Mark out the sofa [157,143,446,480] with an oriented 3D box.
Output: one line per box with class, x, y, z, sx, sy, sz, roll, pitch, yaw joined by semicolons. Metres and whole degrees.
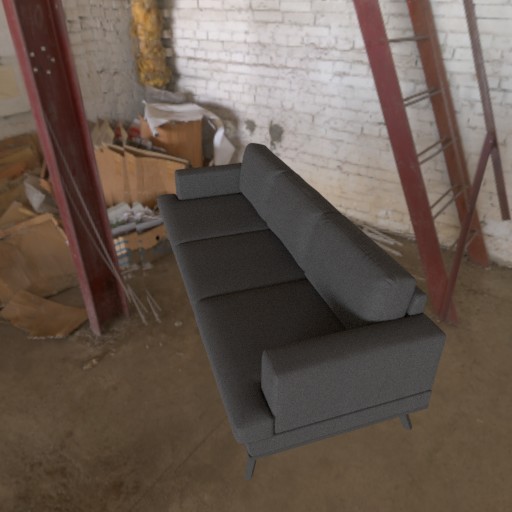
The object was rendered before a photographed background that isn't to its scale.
sofa;0.000;0.000;2.713;0.920;0.810;2.310;-10;33;-15
